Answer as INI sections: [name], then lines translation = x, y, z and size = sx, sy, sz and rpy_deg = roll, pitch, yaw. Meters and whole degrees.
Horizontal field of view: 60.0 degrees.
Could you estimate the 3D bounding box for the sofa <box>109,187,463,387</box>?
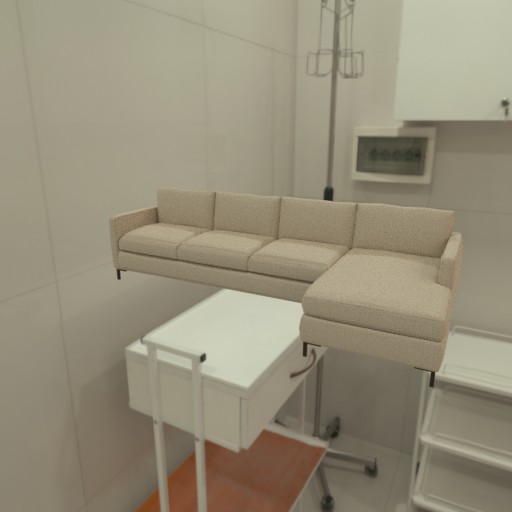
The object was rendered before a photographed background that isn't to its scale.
[sofa]
translation = 0.000, 0.000, 3.269
size = 2.731, 0.755, 1.258
rpy_deg = 8, 19, 26
